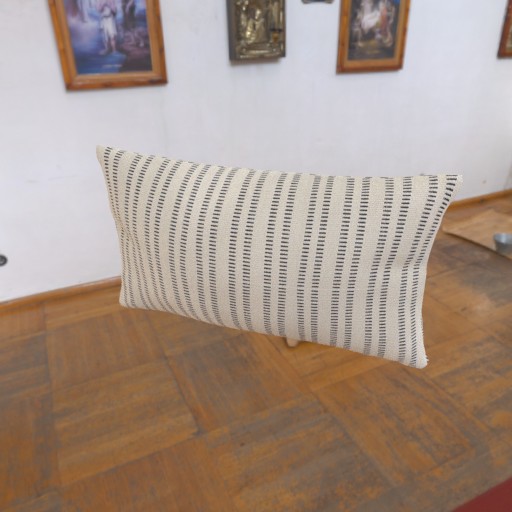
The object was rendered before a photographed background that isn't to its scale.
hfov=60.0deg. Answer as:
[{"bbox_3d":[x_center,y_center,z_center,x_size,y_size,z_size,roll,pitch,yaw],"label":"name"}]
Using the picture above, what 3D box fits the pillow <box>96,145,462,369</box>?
[{"bbox_3d":[0.000,0.000,0.800,0.640,0.353,0.210,9,27,17],"label":"pillow"}]
